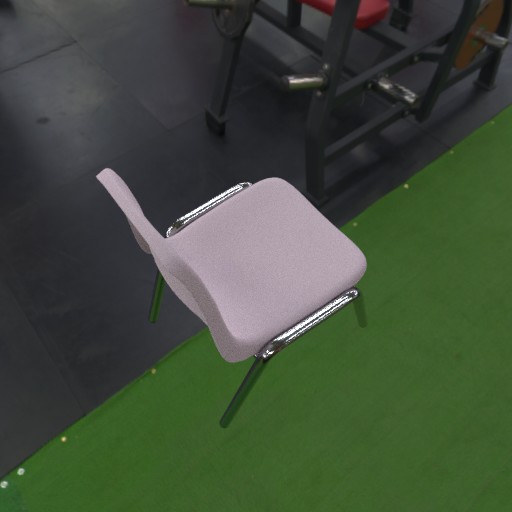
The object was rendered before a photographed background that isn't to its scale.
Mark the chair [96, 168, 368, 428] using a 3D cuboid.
[{"bbox_3d":[0.000,0.000,0.844,0.423,0.586,0.354,-33,63,-19],"label":"chair"}]
